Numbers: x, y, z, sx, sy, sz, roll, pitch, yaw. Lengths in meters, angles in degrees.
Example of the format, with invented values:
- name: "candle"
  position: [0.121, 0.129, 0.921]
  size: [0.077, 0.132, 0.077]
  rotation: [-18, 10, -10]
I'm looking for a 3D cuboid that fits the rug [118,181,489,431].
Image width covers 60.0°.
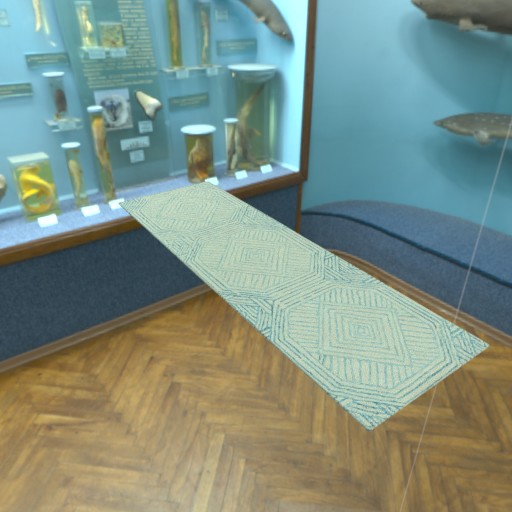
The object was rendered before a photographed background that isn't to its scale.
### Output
- name: "rug"
  position: [0.000, 0.000, 2.610]
  size: [0.775, 0.012, 2.452]
  rotation: [-20, 36, -30]
